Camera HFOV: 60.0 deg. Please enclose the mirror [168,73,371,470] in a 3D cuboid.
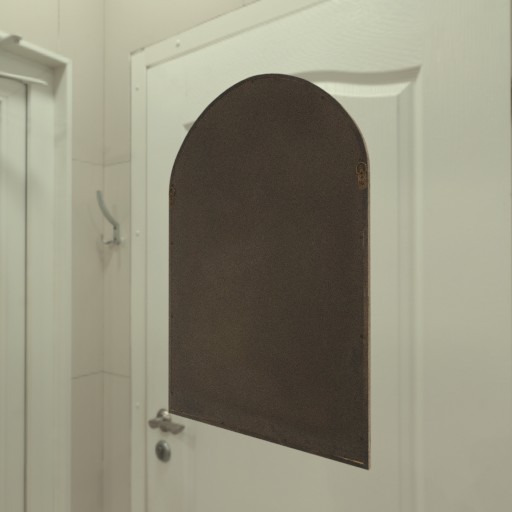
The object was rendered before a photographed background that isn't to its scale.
[{"bbox_3d":[0.000,0.000,1.136,0.609,0.915,0.032,0,-1,36],"label":"mirror"}]
